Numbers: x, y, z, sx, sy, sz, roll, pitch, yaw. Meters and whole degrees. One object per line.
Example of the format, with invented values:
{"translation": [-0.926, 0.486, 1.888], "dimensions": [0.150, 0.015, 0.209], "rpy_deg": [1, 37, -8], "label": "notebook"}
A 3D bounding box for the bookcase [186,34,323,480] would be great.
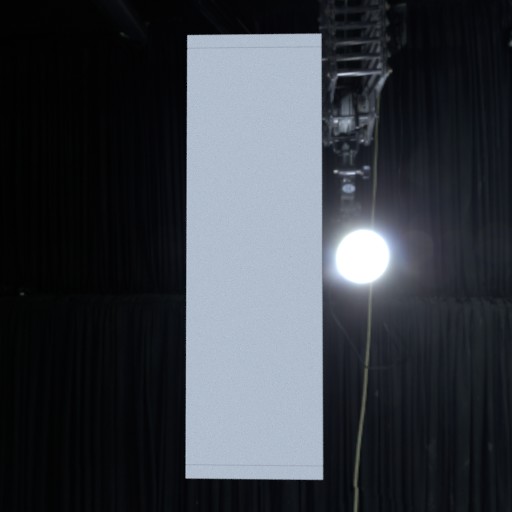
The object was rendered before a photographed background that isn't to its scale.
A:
{"translation": [0.000, 0.000, 1.271], "dimensions": [0.330, 1.080, 0.390], "rpy_deg": [0, -1, 1], "label": "bookcase"}
